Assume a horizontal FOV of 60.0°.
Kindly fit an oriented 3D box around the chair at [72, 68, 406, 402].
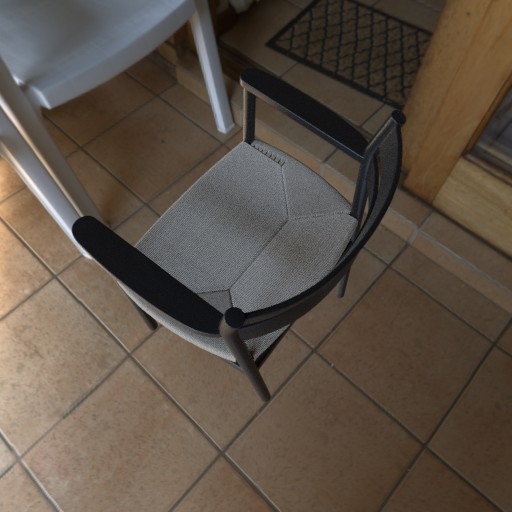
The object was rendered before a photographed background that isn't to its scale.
[{"bbox_3d":[0.000,0.000,1.180,0.508,0.775,0.630,34,67,16],"label":"chair"}]
